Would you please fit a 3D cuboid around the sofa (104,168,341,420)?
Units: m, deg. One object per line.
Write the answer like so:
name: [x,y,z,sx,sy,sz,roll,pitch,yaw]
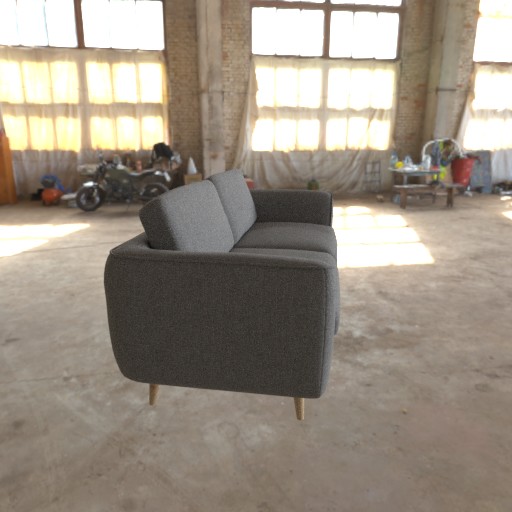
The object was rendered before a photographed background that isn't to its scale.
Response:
sofa: [0.000,0.000,2.490,0.920,0.870,2.000,3,16,9]
